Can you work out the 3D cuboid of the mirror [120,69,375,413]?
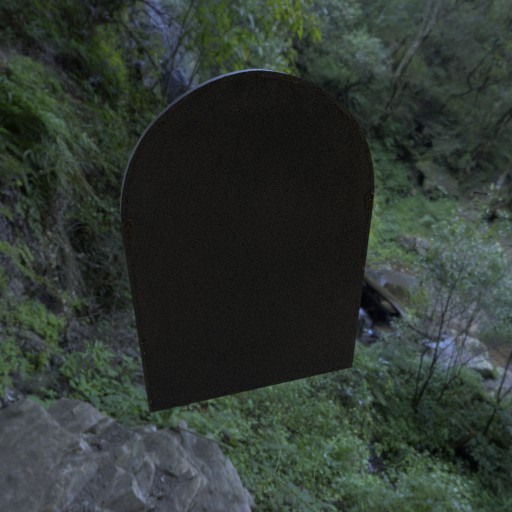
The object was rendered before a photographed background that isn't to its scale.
[{"bbox_3d":[0.000,0.000,1.183,0.660,0.920,0.032,-8,28,-15],"label":"mirror"}]
